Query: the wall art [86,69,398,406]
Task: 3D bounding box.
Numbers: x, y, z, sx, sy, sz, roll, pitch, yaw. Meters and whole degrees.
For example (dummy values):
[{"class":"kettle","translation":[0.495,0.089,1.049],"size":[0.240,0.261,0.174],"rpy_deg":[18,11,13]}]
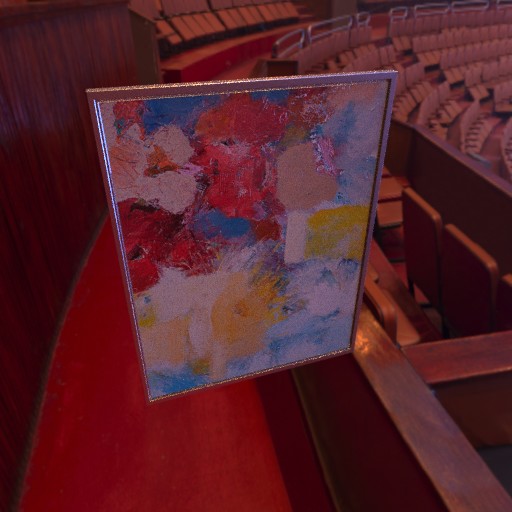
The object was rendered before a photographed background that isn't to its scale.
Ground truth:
[{"class":"wall art","translation":[0.000,0.000,1.393],"size":[0.816,1.046,0.030],"rpy_deg":[-10,33,-16]}]
